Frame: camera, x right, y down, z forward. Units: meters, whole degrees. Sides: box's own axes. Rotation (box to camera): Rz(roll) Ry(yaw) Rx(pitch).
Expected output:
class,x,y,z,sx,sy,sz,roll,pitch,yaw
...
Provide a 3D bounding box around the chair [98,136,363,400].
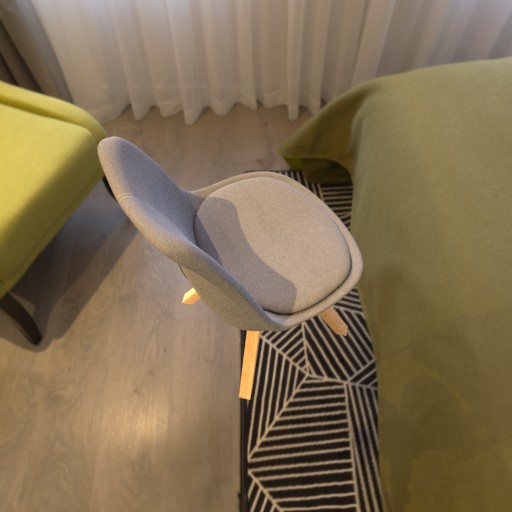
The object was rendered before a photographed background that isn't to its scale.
class,x,y,z,sx,sy,sz,roll,pitch,yaw
chair,0.000,0.000,1.179,0.549,0.863,0.474,-28,63,-16
